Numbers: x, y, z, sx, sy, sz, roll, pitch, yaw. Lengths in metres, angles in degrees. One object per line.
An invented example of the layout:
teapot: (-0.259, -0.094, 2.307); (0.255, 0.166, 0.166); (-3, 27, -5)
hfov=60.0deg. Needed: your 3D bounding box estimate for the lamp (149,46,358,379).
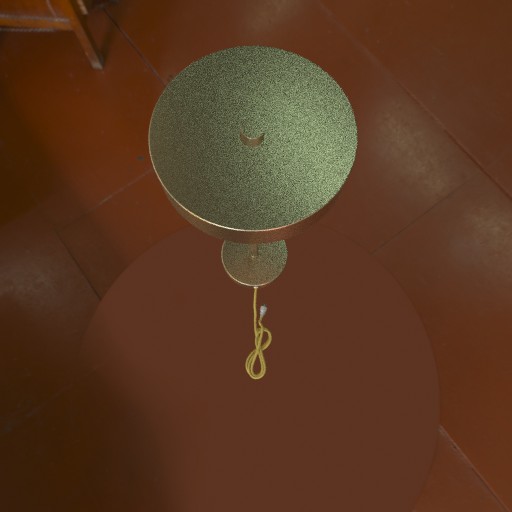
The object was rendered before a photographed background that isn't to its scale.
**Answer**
lamp: (0.000, 0.000, 0.700); (0.229, 0.508, 0.369); (-2, 74, -1)
